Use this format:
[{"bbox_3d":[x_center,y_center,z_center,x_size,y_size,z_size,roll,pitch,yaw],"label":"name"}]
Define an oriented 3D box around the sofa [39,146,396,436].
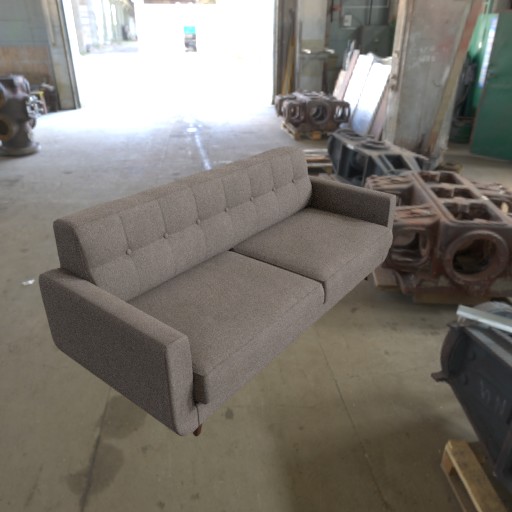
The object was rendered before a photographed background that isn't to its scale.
[{"bbox_3d":[0.000,0.000,2.505,0.909,0.841,2.029,19,33,33],"label":"sofa"}]
